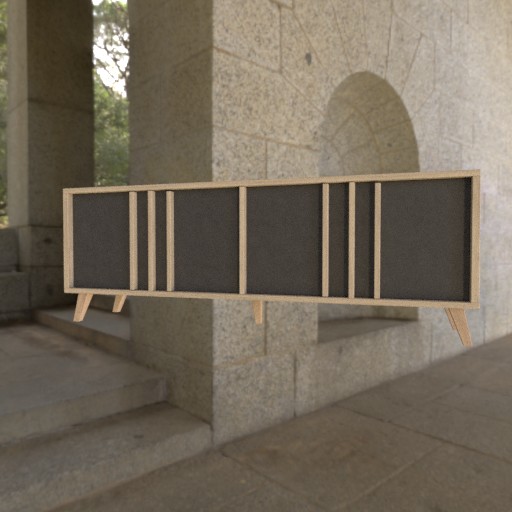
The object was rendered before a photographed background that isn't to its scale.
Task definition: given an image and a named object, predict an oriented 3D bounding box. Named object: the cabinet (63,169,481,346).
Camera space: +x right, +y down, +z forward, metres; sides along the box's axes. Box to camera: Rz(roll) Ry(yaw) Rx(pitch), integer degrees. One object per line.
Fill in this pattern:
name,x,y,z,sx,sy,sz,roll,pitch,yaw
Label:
cabinet,0.000,0.000,2.492,2.198,0.779,0.499,0,2,18
